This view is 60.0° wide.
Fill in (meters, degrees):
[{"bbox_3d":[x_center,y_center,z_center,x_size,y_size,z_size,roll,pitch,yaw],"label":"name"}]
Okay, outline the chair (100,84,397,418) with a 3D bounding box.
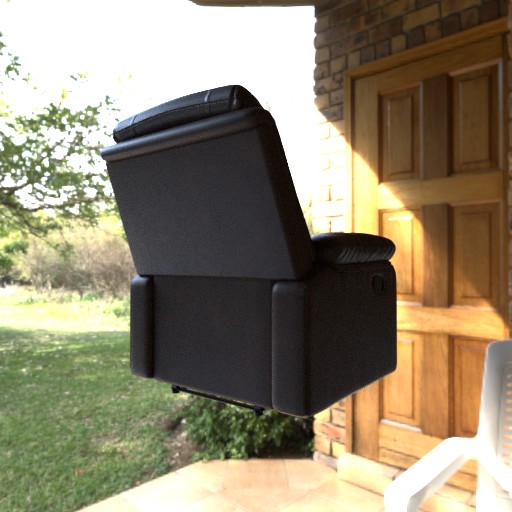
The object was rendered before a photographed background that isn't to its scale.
[{"bbox_3d":[0.000,0.000,1.690,0.855,0.992,0.919,-1,-1,38],"label":"chair"}]
